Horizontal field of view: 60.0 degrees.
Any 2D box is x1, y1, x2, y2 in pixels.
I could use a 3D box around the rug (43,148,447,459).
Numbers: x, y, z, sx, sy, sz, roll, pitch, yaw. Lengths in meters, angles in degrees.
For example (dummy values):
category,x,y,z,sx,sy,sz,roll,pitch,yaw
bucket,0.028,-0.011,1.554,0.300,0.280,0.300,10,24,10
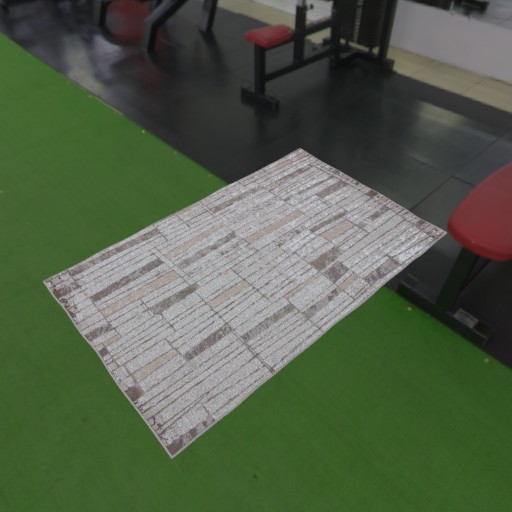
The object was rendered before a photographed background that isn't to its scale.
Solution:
category,x,y,z,sx,sy,sz,roll,pitch,yaw
rug,0.000,0.000,3.116,2.444,0.023,1.531,-32,54,-28
